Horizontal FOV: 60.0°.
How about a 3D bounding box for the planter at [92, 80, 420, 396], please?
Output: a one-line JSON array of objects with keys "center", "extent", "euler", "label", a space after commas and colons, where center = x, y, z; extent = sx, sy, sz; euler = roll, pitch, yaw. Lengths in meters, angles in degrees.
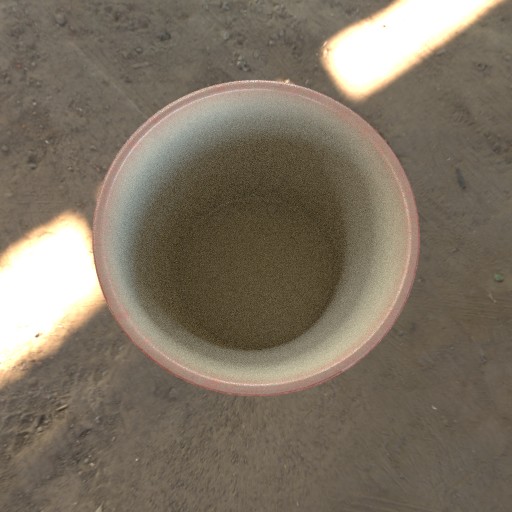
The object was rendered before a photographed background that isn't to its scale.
[{"center": [0.000, 0.000, 0.483], "extent": [0.273, 0.237, 0.273], "euler": [0, 77, 0], "label": "planter"}]
